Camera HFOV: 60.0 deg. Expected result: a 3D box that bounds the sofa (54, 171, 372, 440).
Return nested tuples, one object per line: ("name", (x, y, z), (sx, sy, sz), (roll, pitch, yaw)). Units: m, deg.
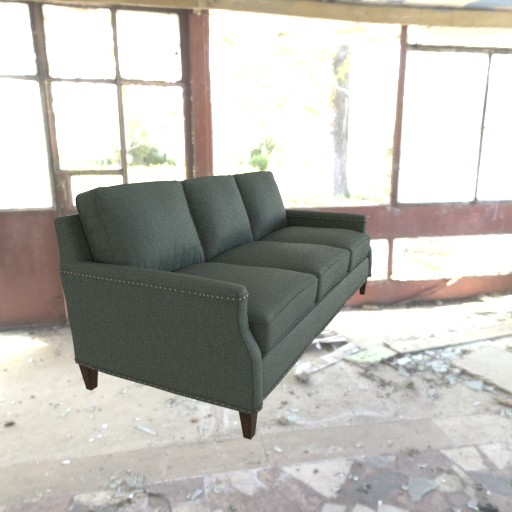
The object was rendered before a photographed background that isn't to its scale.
("sofa", (0.000, 0.000, 2.857), (1.084, 1.003, 2.246), (6, 15, 25))
